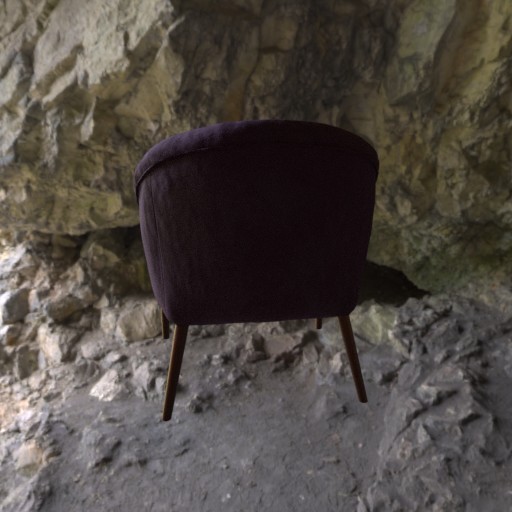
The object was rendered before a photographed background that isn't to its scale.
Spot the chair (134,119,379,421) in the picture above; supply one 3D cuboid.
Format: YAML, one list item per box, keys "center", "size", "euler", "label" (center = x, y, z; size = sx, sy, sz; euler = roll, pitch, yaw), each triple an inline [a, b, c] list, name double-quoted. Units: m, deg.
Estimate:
- center: [0.000, 0.000, 1.554]
  size: [0.851, 0.885, 0.776]
  euler: [-2, 15, -9]
  label: "chair"
